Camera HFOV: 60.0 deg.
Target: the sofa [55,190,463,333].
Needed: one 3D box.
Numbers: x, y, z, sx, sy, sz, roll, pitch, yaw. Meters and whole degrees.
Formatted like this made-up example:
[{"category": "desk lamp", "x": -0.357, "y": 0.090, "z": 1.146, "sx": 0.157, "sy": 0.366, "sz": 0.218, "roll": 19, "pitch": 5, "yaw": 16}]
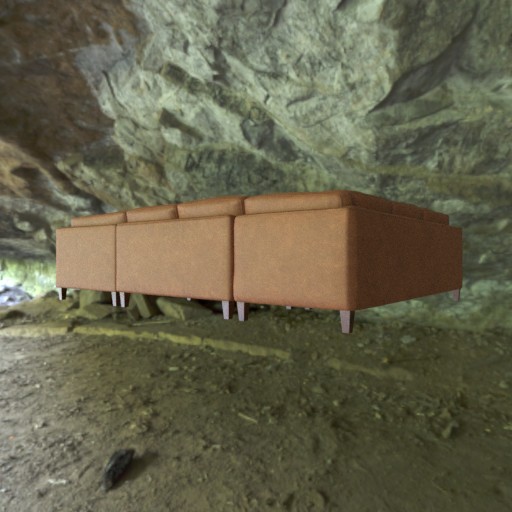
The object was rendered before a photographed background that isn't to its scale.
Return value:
[{"category": "sofa", "x": 0.000, "y": 0.000, "z": 4.626, "sx": 3.460, "sy": 0.923, "sz": 2.593, "roll": 0, "pitch": 0, "yaw": 38}]
